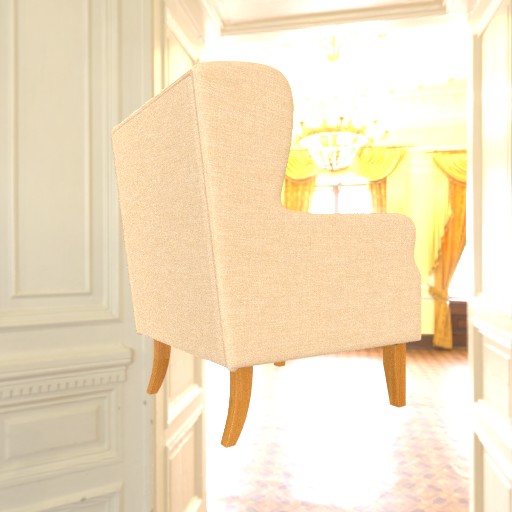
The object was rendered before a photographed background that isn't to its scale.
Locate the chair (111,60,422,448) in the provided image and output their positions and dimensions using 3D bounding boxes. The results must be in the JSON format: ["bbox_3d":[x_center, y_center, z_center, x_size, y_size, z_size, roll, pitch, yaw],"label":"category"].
[{"bbox_3d":[0.000,0.000,1.439,0.760,0.930,0.710,0,0,-35],"label":"chair"}]
